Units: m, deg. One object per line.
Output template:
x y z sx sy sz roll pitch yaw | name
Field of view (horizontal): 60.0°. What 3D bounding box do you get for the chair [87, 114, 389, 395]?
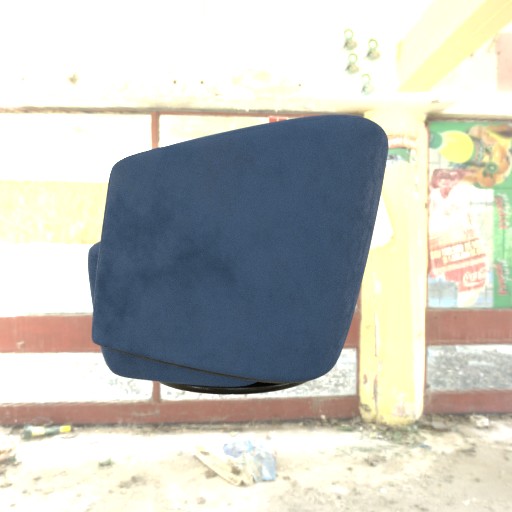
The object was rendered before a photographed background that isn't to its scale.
0.000 0.000 1.339 0.767 0.698 0.773 0 0 17 | chair
